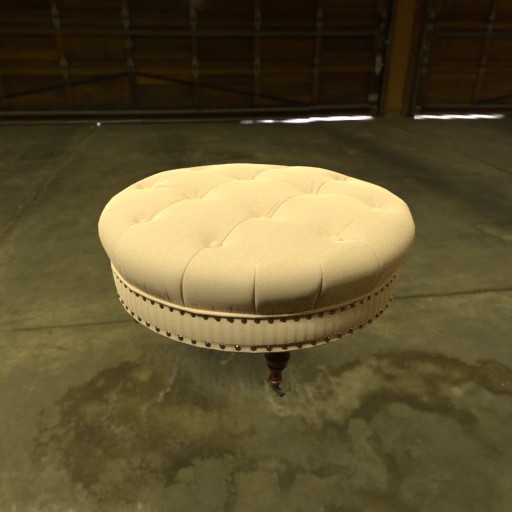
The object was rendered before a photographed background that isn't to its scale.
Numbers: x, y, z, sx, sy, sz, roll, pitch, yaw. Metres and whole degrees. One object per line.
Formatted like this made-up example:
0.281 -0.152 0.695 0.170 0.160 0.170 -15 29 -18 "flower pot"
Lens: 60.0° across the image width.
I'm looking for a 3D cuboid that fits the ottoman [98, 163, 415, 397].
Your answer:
0.000 0.000 1.378 0.901 0.439 0.901 0 26 0 "ottoman"
